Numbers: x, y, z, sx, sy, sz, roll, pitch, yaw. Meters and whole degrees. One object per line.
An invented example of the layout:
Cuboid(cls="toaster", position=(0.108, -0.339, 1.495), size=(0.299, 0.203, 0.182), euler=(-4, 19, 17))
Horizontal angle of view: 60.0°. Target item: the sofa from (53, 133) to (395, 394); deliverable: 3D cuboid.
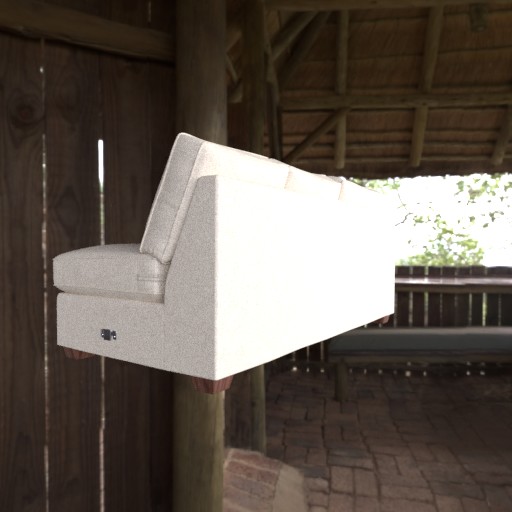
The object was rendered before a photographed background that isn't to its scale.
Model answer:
Cuboid(cls="sofa", position=(0.000, 0.000, 2.592), size=(1.034, 0.946, 1.962), euler=(1, 1, 35))
